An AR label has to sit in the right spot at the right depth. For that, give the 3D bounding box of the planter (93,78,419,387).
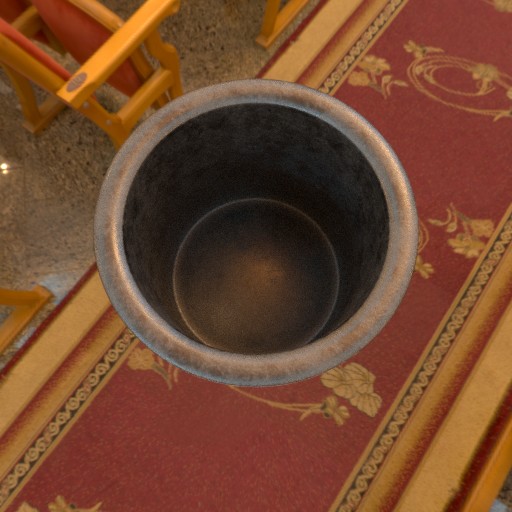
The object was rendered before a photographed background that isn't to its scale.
[{"bbox_3d":[0.000,0.000,0.220,0.125,0.112,0.125,0,75,0],"label":"planter"}]
